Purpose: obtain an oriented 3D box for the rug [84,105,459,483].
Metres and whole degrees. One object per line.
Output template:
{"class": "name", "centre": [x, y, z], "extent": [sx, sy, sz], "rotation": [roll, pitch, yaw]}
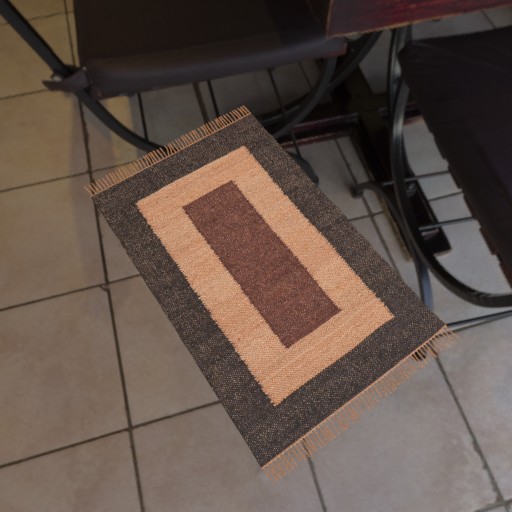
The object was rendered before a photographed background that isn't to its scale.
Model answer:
{"class": "rug", "centre": [0.000, 0.000, 1.929], "extent": [0.920, 0.013, 1.541], "rotation": [-32, 68, -15]}
